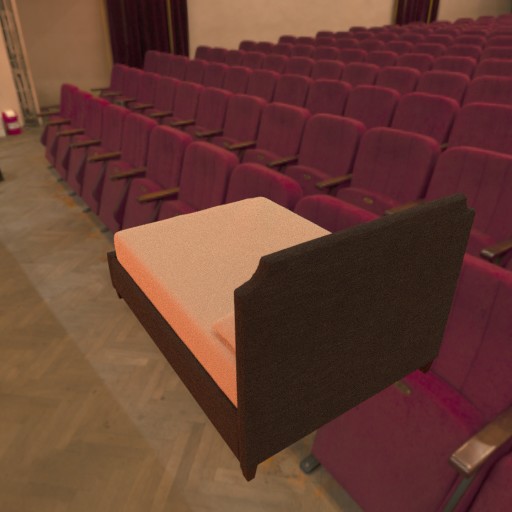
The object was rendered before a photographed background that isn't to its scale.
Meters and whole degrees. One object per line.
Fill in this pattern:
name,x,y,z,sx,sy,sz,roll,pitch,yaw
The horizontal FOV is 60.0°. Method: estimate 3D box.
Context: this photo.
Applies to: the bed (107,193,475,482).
bed,0.000,0.000,3.419,1.713,1.443,2.372,-18,33,-29
